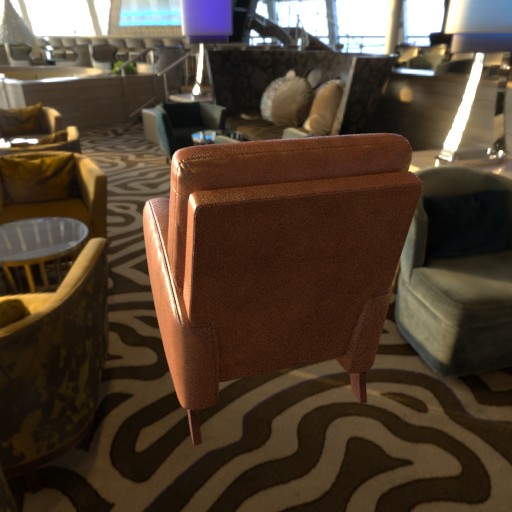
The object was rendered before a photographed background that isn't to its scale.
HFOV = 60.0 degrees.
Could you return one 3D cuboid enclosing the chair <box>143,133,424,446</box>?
[{"bbox_3d":[0.000,0.000,1.645,0.762,0.990,0.990,-8,27,-16],"label":"chair"}]
